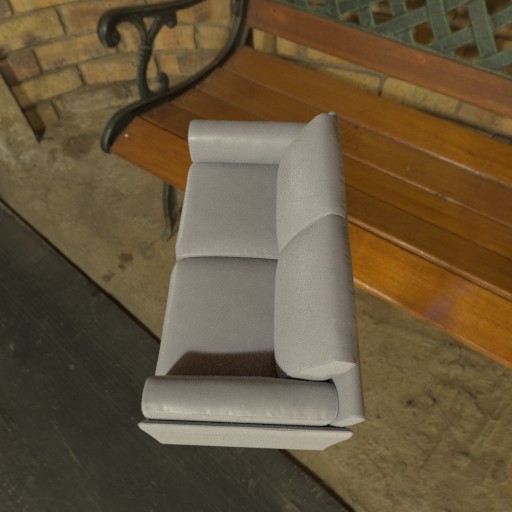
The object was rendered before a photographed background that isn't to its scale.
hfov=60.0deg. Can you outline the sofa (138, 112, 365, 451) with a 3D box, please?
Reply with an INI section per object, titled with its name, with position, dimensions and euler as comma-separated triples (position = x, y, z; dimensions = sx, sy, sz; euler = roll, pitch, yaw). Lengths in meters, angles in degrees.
[sofa]
position = 0.000, 0.000, 2.709
dimensions = 1.049, 0.930, 2.101
euler = 2, 58, 1
